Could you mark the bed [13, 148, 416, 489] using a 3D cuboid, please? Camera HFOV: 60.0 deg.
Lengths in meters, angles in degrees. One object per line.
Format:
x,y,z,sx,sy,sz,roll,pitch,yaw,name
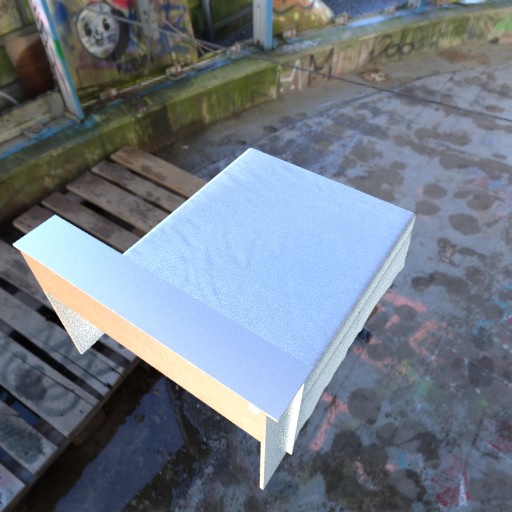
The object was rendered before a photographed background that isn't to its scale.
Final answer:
0.000,0.000,3.029,1.671,1.092,2.133,27,54,22,bed
